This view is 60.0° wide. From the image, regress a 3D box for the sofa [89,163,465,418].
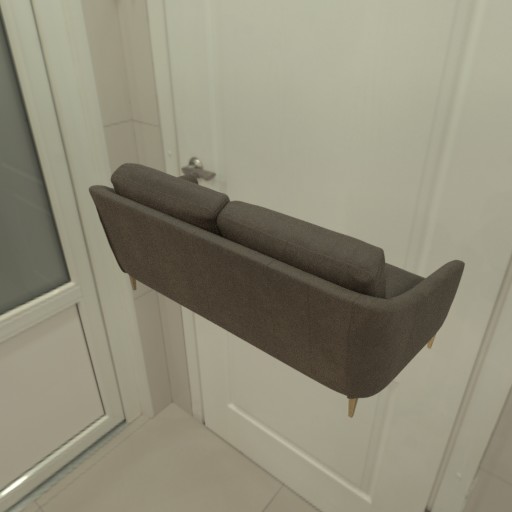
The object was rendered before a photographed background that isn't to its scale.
[{"bbox_3d":[0.000,0.000,2.585,2.036,0.902,0.960,23,38,33],"label":"sofa"}]
